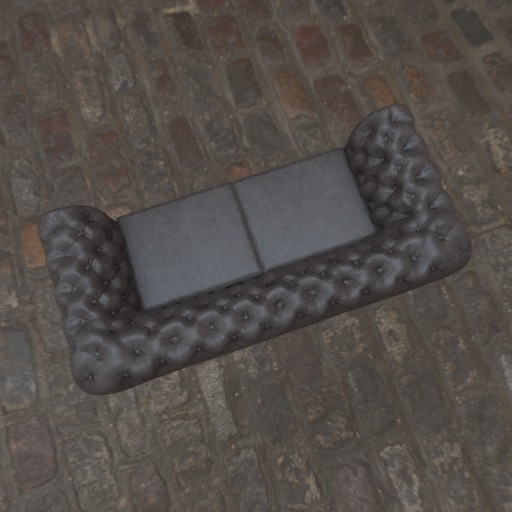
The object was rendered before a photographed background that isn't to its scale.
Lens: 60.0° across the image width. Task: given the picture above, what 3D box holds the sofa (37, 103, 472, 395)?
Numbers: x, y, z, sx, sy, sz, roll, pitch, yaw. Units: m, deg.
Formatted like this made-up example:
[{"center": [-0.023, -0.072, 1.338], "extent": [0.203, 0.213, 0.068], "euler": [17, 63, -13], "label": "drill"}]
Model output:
[{"center": [0.000, 0.000, 2.480], "extent": [2.048, 0.779, 0.944], "euler": [-18, 77, -4], "label": "sofa"}]
